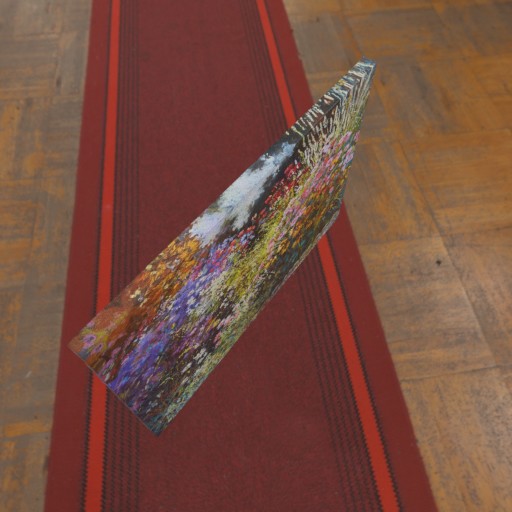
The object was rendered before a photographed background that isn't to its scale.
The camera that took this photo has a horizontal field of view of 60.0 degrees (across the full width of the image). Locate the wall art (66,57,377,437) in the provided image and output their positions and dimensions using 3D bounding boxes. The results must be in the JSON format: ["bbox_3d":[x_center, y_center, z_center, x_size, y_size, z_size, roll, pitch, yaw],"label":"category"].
[{"bbox_3d":[0.000,0.000,1.115,0.037,0.604,0.908,32,63,19],"label":"wall art"}]
